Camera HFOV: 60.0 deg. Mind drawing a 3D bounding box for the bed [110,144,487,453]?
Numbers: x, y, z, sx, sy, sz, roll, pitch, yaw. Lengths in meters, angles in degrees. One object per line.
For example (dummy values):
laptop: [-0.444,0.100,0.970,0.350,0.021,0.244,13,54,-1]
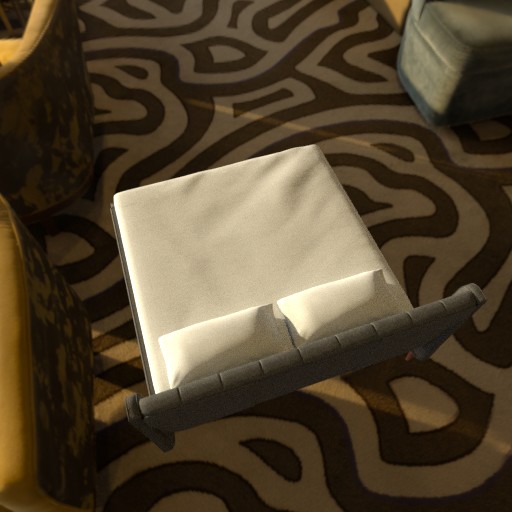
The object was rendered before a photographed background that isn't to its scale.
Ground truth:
bed: [0.000,0.000,2.547,1.531,0.933,1.638,-16,59,-10]
